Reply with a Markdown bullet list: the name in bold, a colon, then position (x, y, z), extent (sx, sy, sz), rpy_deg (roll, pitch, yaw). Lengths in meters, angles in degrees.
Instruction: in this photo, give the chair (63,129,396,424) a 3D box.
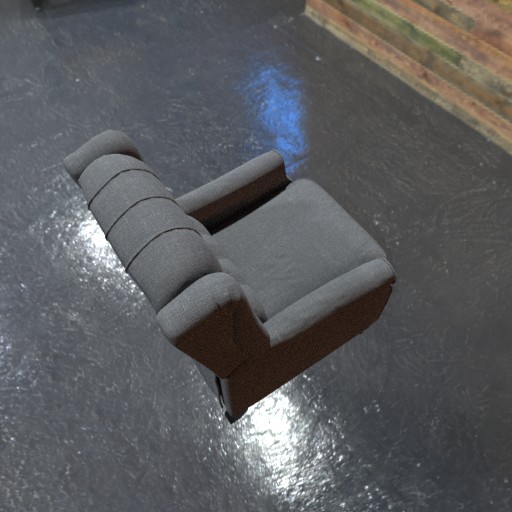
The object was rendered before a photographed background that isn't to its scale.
- **chair**: position (0.000, 0.000, 1.603), extent (0.898, 1.035, 0.742), rpy_deg (-29, 60, -18)
